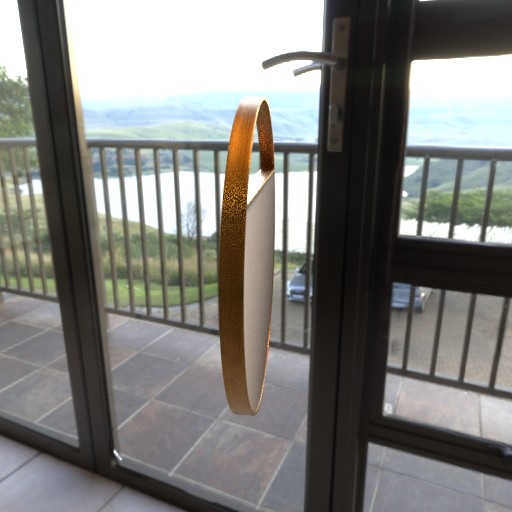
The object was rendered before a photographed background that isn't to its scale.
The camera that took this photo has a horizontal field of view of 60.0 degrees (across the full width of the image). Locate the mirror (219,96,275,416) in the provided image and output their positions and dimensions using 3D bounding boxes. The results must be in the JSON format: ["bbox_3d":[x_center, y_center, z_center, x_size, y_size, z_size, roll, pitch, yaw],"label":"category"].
[{"bbox_3d":[0.000,0.000,0.834,0.032,0.565,0.565,2,17,6],"label":"mirror"}]
